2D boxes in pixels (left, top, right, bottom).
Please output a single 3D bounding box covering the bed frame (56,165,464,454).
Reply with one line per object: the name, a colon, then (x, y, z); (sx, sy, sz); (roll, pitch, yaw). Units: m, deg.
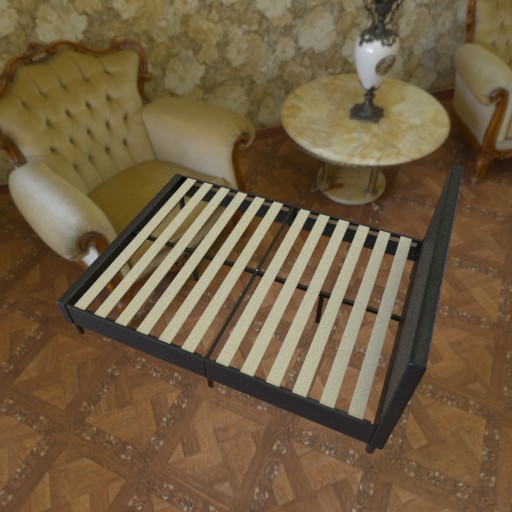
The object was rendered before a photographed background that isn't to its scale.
bed frame: (0.000, 0.000, 3.154); (2.318, 1.127, 1.634); (17, 49, 16)
